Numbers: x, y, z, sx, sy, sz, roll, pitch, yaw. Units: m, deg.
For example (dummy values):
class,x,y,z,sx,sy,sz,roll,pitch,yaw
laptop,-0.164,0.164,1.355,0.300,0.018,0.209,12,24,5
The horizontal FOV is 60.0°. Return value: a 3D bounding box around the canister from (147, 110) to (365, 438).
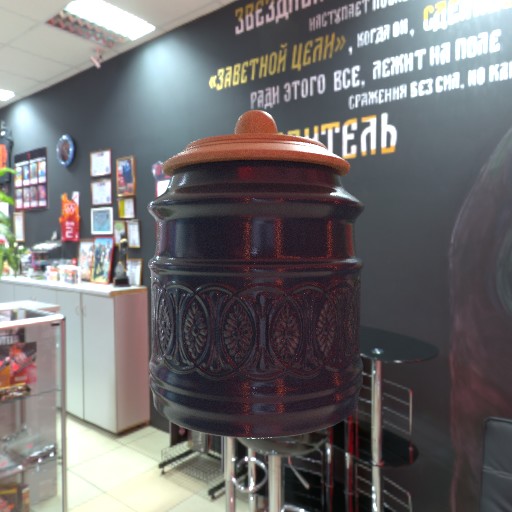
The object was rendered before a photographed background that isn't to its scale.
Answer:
class,x,y,z,sx,sy,sz,roll,pitch,yaw
canister,0.000,0.000,0.273,0.130,0.176,0.130,0,2,0
